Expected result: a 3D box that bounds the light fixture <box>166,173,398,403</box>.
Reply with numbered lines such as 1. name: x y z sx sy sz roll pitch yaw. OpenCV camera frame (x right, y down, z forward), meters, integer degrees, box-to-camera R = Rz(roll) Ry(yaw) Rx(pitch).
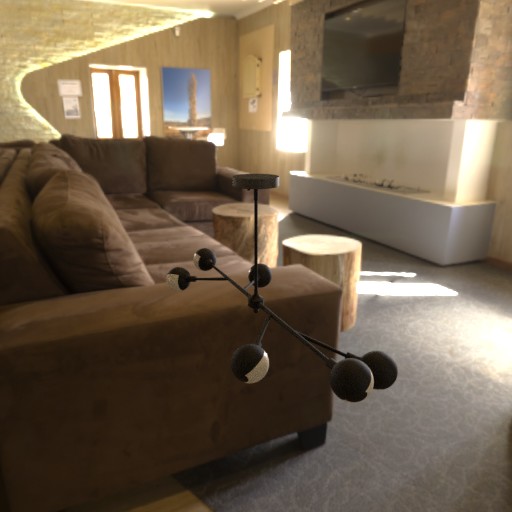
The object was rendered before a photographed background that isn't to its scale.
1. light fixture: 0.000 0.000 1.015 0.434 0.362 0.778 -3 17 -9
